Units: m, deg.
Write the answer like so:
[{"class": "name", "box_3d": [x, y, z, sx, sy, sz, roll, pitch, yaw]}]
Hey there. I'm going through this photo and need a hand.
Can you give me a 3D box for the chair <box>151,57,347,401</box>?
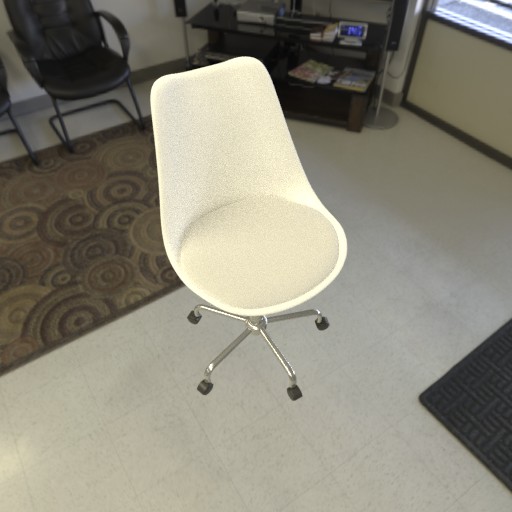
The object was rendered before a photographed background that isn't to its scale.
[{"class": "chair", "box_3d": [0.000, 0.000, 1.308, 0.550, 0.930, 0.550, -23, 51, -20]}]
